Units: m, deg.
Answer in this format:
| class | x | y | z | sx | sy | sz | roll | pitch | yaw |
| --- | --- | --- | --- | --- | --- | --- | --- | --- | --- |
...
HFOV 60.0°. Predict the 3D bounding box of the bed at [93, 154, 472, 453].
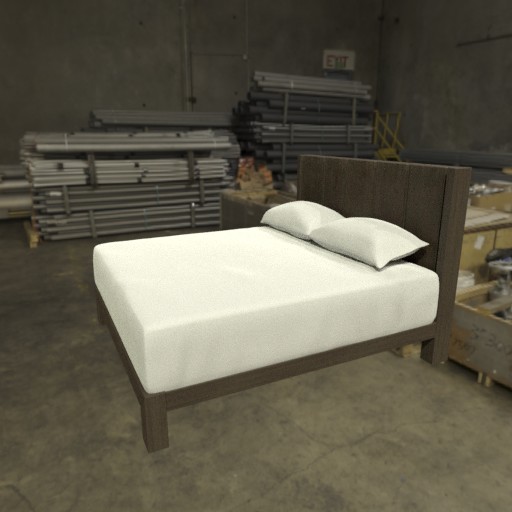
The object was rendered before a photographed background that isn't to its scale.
| class | x | y | z | sx | sy | sz | roll | pitch | yaw |
| --- | --- | --- | --- | --- | --- | --- | --- | --- | --- |
| bed | 0.000 | 0.000 | 3.091 | 1.992 | 1.261 | 1.735 | -8 | 17 | -25 |
